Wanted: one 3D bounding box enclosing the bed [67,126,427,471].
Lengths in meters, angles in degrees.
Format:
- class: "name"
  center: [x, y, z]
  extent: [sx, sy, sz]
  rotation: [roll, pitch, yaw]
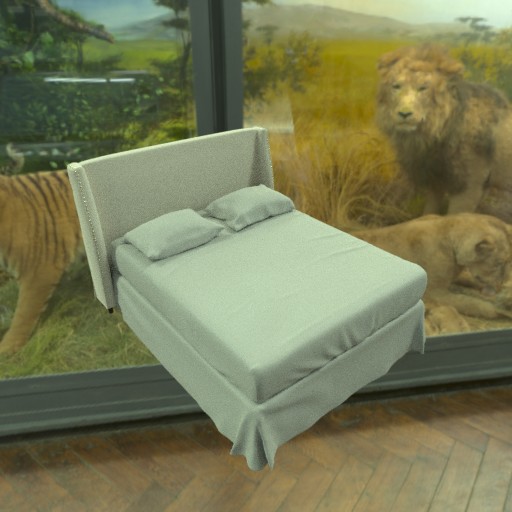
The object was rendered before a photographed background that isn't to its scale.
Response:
- class: "bed"
  center: [0.000, 0.000, 3.458]
  extent: [1.925, 1.332, 2.276]
  rotation: [-22, 37, -33]
